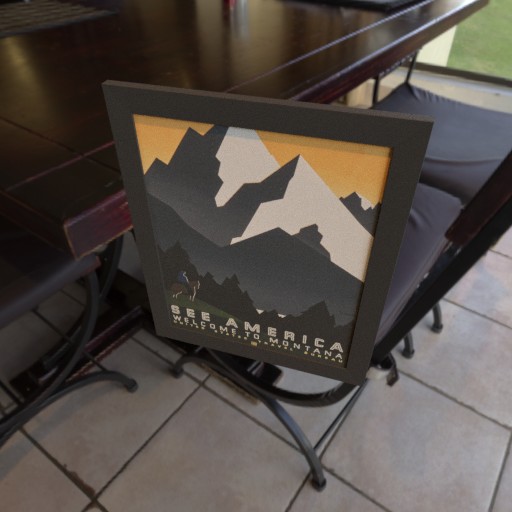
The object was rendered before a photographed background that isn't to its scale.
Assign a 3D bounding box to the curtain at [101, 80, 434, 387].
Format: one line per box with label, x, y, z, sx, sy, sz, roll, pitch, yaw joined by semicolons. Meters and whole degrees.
curtain;0.000;0.000;0.816;0.483;0.585;0.027;11;41;13
